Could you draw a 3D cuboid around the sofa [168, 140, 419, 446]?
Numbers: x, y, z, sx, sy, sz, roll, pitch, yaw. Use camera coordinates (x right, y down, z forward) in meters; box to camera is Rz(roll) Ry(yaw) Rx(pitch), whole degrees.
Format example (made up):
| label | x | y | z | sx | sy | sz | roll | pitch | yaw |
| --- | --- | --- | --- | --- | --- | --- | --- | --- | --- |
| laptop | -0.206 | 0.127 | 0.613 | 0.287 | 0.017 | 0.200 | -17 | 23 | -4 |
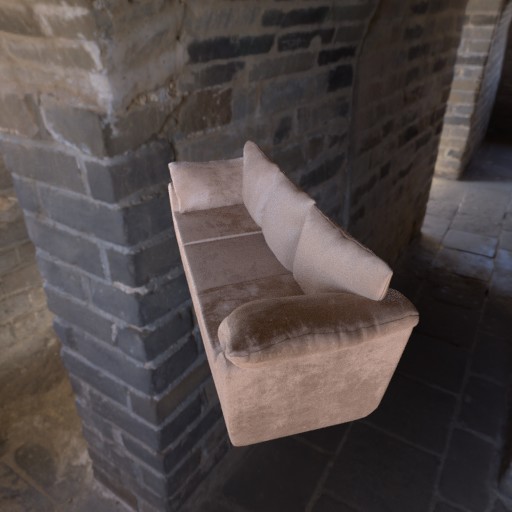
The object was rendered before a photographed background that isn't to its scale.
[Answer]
| label | x | y | z | sx | sy | sz | roll | pitch | yaw |
| --- | --- | --- | --- | --- | --- | --- | --- | --- | --- |
| sofa | 0.000 | 0.000 | 2.855 | 0.893 | 0.981 | 2.377 | -8 | 31 | -13 |
